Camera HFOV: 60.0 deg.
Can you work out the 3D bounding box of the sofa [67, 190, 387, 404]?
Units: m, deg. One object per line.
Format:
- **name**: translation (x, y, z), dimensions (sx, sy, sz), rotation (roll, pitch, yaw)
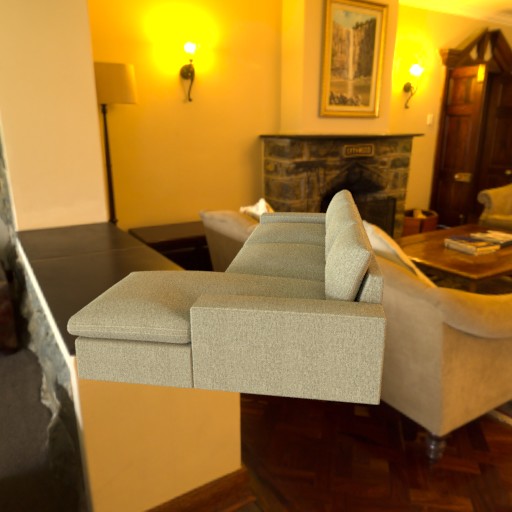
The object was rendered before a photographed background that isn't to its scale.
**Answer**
- **sofa**: translation (0.000, 0.000, 3.566), dimensions (1.689, 0.813, 2.718), rotation (2, 16, 8)
